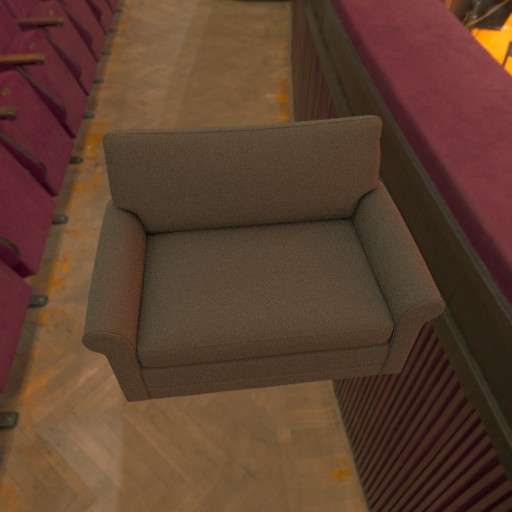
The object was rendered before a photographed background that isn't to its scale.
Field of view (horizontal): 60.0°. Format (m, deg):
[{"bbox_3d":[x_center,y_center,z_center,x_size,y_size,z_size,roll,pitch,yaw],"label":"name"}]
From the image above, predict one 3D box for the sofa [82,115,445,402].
[{"bbox_3d":[0.000,0.000,2.057,1.410,0.953,0.940,-5,46,-5],"label":"sofa"}]
